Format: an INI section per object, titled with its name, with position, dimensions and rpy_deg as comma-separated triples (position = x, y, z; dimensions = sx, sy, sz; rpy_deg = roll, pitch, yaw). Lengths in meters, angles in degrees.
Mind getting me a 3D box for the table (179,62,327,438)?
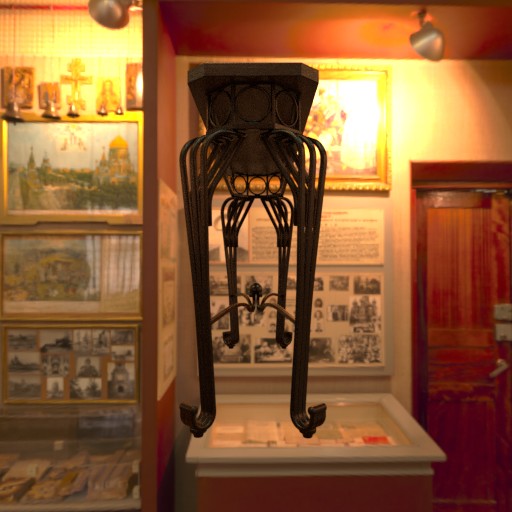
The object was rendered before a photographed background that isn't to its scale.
[table]
position = 0.000, 0.000, 1.472
dimensions = 0.329, 0.800, 1.112
rpy_deg = 0, -1, 1
